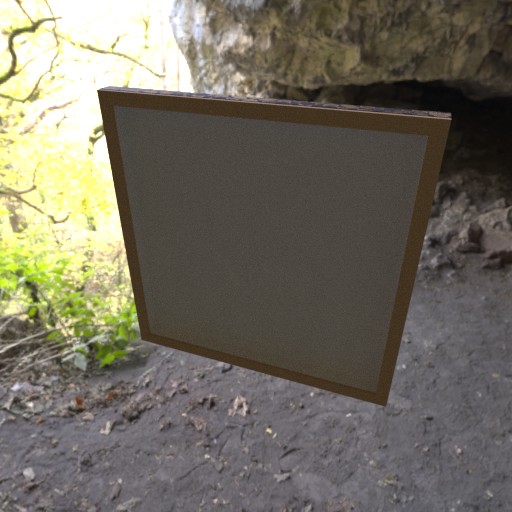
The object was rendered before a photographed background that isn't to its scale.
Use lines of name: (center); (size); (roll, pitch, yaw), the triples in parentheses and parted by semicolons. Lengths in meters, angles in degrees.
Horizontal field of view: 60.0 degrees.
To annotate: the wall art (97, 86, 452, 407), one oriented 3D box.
wall art: (0.000, 0.000, 0.899); (0.612, 0.612, 0.038); (11, 33, 17)
